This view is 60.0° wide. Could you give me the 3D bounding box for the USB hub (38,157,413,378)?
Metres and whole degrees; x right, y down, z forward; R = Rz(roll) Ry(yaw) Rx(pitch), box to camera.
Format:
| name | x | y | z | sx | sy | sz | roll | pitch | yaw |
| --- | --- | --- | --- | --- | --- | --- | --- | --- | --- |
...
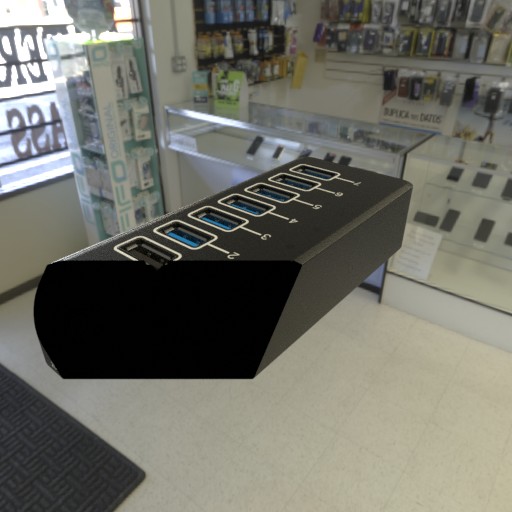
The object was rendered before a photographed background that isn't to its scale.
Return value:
| name | x | y | z | sx | sy | sz | roll | pitch | yaw |
| --- | --- | --- | --- | --- | --- | --- | --- | --- | --- |
| USB hub | 0.000 | 0.000 | 0.124 | 0.044 | 0.023 | 0.110 | 23 | 38 | 34 |
